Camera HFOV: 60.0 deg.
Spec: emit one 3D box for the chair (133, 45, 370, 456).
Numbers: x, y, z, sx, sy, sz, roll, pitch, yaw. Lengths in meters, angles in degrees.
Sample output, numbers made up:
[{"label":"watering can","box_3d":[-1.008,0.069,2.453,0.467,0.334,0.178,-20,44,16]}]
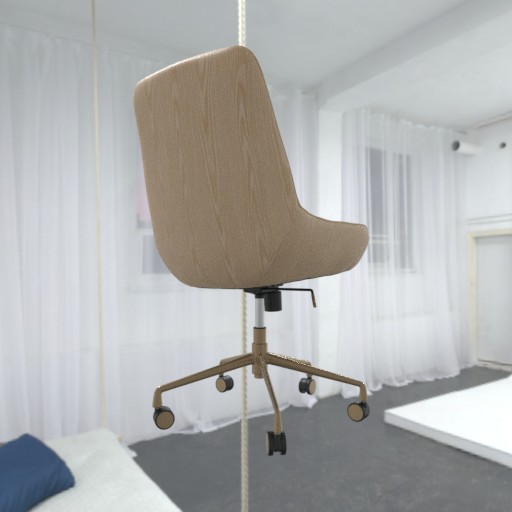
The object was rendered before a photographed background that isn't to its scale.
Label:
[{"label":"chair","box_3d":[0.000,0.000,1.326,0.564,0.952,0.668,-1,-2,36]}]
